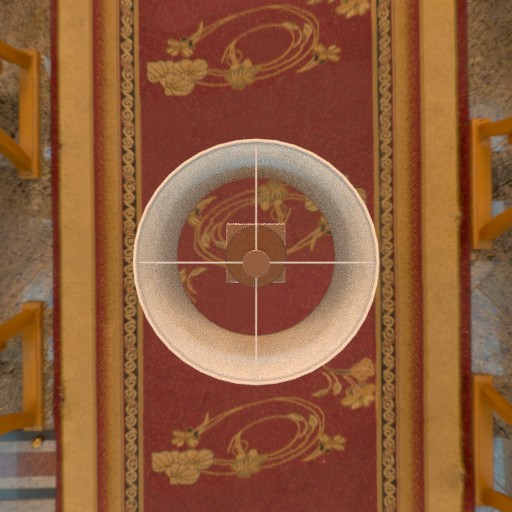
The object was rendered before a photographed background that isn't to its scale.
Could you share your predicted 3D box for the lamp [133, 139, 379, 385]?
[{"bbox_3d":[0.000,0.000,0.601,0.202,0.509,0.202,0,91,0],"label":"lamp"}]
